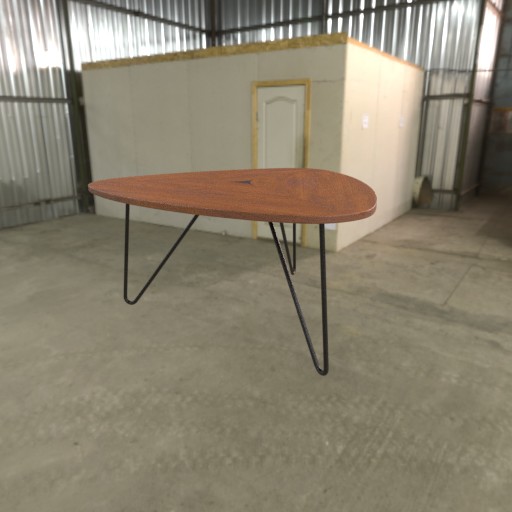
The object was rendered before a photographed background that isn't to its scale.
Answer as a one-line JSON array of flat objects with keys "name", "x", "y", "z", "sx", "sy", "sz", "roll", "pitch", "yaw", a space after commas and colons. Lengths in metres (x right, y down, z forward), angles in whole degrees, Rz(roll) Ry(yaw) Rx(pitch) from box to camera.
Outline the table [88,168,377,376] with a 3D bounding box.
[{"name": "table", "x": 0.000, "y": 0.000, "z": 1.312, "sx": 0.833, "sy": 0.413, "sz": 0.821, "roll": -9, "pitch": 20, "yaw": -26}]
